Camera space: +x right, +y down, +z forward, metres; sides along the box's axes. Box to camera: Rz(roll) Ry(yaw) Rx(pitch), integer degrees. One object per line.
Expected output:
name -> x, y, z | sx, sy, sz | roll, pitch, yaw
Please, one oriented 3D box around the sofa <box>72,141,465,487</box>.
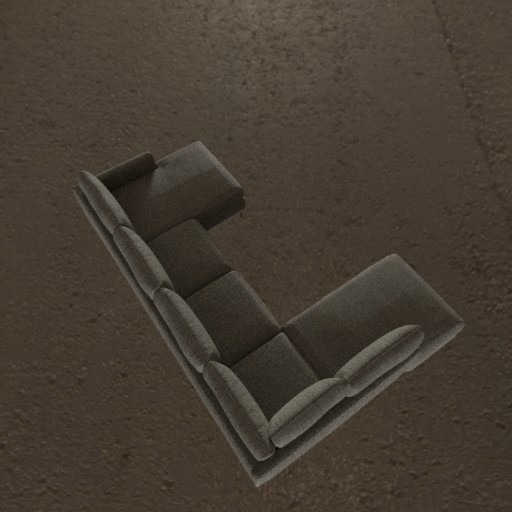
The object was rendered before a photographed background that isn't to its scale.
sofa -> 0.000, 0.000, 3.539 | 1.879, 0.756, 2.737 | -31, 63, -18
